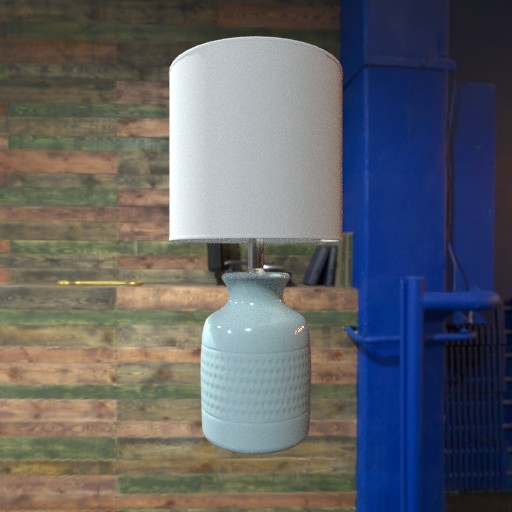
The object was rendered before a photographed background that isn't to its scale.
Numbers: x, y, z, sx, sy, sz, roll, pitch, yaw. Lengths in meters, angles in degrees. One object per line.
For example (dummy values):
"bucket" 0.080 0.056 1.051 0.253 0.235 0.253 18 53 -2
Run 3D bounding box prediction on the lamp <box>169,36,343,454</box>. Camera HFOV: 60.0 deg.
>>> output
"lamp" 0.000 0.000 1.089 0.418 0.871 0.418 0 0 0
